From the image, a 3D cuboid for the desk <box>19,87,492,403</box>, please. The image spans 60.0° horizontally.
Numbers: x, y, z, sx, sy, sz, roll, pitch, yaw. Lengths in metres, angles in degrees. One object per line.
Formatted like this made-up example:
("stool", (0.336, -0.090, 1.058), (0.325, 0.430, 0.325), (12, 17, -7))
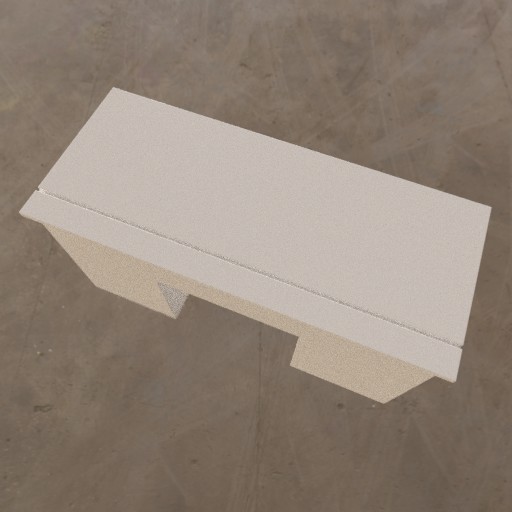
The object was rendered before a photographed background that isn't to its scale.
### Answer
("desk", (0.000, 0.000, 1.948), (1.580, 0.760, 0.670), (20, 66, 10))
